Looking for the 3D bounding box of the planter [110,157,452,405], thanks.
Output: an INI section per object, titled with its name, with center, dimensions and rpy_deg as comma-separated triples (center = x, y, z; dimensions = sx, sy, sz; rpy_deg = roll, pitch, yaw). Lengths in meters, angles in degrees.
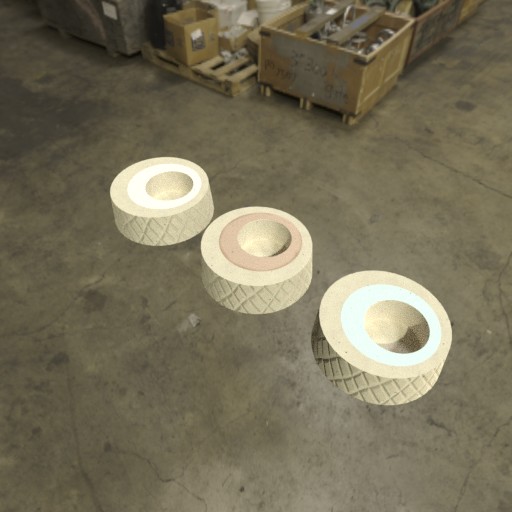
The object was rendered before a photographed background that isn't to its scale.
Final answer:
[planter]
center = 0.000, 0.000, 0.439
dimensions = 0.390, 0.038, 0.114
rpy_deg = 32, 54, 26
